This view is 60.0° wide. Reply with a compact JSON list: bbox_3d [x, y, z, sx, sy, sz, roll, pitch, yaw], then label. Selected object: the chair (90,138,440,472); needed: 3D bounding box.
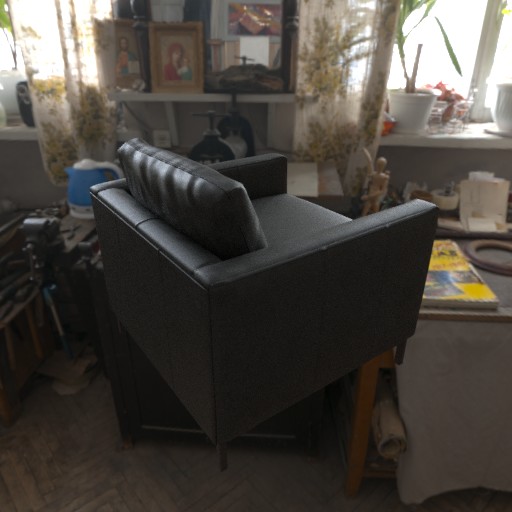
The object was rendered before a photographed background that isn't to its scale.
[{"bbox_3d":[0.000,0.000,1.546,0.861,0.824,0.967,-18,32,-31],"label":"chair"}]
